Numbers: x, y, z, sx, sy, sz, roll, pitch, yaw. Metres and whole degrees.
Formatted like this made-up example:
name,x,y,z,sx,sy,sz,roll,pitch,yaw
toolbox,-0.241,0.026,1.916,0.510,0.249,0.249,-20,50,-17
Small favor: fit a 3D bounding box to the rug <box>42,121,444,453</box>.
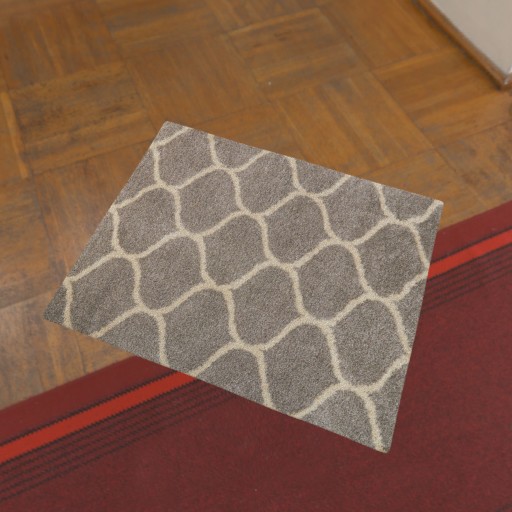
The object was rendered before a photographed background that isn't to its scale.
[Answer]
name,x,y,z,sx,sy,sz,roll,pitch,yaw
rug,0.000,0.000,4.029,3.000,0.026,2.399,19,64,10
